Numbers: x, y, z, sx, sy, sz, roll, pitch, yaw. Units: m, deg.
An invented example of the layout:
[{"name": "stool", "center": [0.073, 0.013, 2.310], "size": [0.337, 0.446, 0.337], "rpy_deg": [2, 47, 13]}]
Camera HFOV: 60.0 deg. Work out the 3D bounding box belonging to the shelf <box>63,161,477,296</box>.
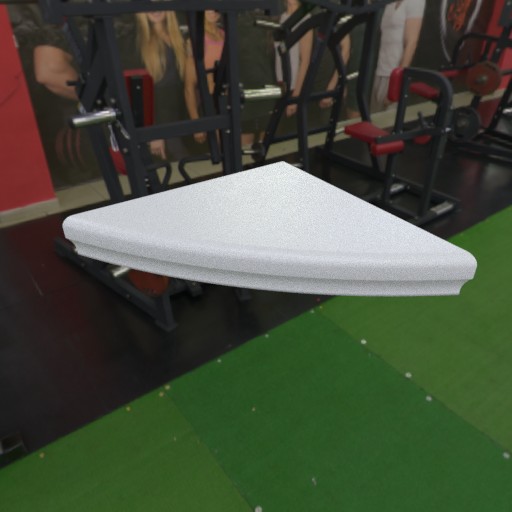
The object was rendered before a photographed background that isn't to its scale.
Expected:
[{"name": "shelf", "center": [0.000, 0.000, 0.469], "size": [0.310, 0.050, 0.310], "rpy_deg": [-20, 38, -29]}]
